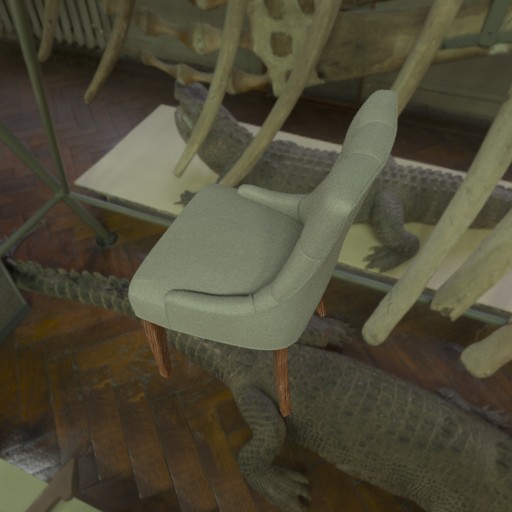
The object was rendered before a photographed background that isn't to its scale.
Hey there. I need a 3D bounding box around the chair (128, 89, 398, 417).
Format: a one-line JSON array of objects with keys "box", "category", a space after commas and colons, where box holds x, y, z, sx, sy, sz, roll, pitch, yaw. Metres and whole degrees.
[{"box": [0.000, 0.000, 1.230, 0.565, 0.874, 0.509, 16, 49, 15], "category": "chair"}]
